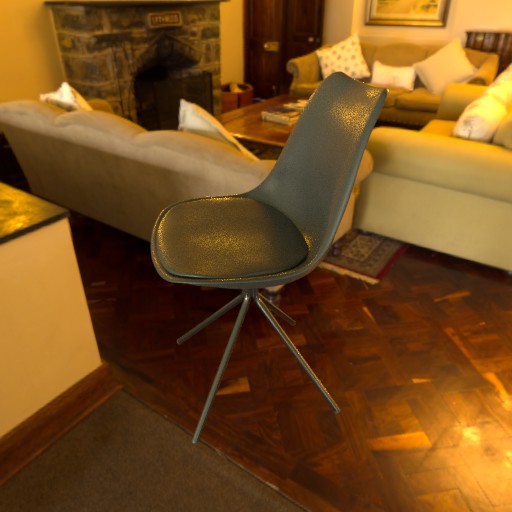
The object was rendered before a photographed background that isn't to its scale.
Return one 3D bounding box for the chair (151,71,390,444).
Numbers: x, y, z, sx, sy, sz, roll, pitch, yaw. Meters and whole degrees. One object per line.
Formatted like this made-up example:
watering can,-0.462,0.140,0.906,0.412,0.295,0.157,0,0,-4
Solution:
chair,0.000,0.000,1.156,0.525,0.850,0.461,-7,31,-12
